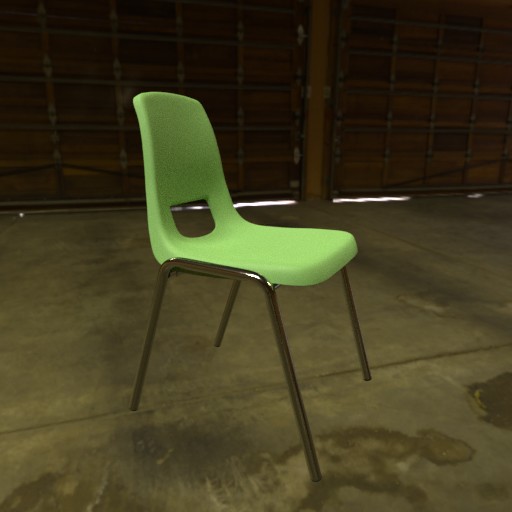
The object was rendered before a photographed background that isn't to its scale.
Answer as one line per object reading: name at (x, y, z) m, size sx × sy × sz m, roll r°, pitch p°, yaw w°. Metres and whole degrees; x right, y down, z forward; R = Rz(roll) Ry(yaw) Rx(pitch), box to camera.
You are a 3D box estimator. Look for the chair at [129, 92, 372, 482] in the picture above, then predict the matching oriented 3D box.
chair at (0.000, 0.000, 0.918) m, size 0.436 × 0.653 × 0.381 m, roll 8°, pitch 17°, yaw 26°
